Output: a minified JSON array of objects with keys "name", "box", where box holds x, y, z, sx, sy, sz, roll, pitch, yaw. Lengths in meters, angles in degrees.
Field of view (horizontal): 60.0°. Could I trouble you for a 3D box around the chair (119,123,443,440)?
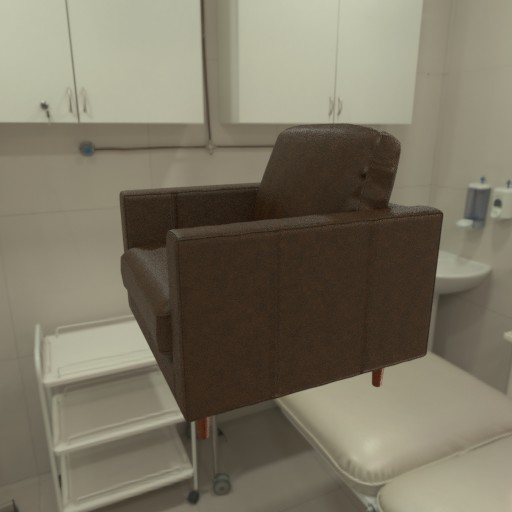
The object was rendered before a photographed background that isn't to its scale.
[{"name":"chair","box":[0.000,0.000,1.666,0.909,0.956,0.890,-8,18,-24]}]
